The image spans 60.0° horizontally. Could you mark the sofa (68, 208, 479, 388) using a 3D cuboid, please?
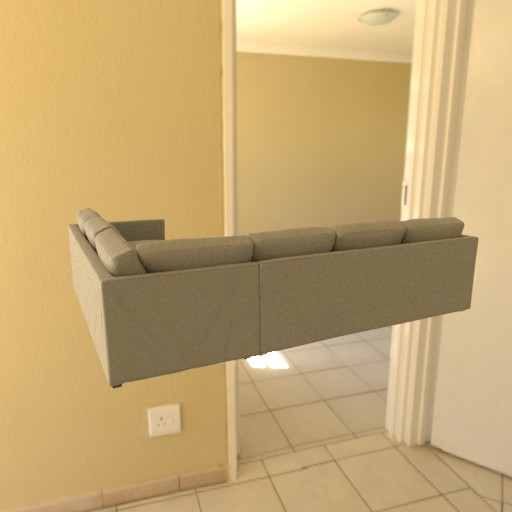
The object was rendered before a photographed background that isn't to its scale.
[{"bbox_3d":[0.000,0.000,4.303,3.182,0.871,2.432,-6,14,-26],"label":"sofa"}]
